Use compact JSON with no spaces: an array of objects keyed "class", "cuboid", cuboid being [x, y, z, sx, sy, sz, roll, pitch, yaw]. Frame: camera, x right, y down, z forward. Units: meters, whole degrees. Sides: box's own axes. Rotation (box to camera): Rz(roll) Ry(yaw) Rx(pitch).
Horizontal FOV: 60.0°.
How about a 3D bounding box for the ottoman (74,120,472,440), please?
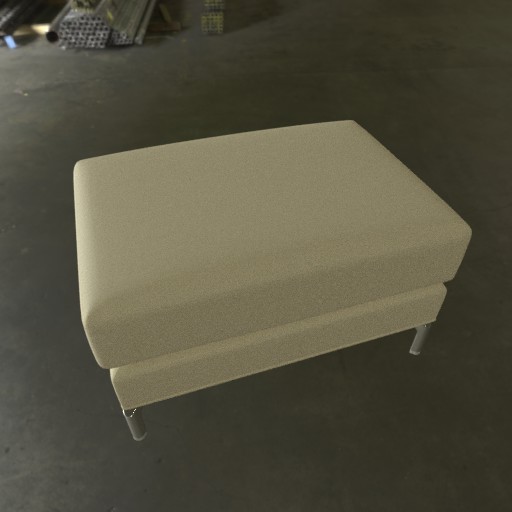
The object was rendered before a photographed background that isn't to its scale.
[{"class":"ottoman","cuboid":[0.000,0.000,1.196,0.835,0.497,0.581,-13,44,-13]}]
